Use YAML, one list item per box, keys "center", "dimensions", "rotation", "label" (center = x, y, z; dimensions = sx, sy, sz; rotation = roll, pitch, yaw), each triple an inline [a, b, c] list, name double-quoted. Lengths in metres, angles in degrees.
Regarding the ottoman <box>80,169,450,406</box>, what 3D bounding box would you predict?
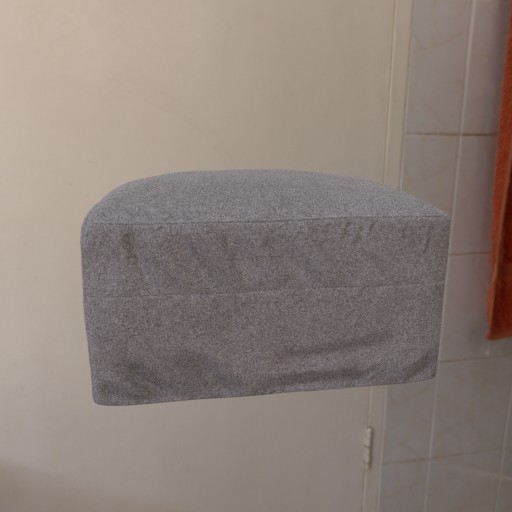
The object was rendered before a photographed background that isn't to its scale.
- center: [0.000, 0.000, 1.254]
  dimensions: [0.837, 0.481, 0.683]
  rotation: [-2, 13, -8]
  label: "ottoman"
